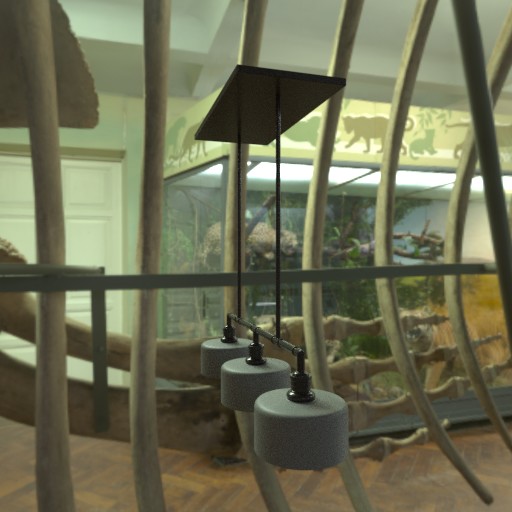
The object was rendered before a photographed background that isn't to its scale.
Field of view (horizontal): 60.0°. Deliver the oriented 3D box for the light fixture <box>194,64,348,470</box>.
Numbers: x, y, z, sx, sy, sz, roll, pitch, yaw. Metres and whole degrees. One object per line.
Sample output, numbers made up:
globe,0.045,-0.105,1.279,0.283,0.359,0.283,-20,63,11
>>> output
light fixture,0.000,0.000,0.856,0.177,0.557,0.582,0,0,-17
